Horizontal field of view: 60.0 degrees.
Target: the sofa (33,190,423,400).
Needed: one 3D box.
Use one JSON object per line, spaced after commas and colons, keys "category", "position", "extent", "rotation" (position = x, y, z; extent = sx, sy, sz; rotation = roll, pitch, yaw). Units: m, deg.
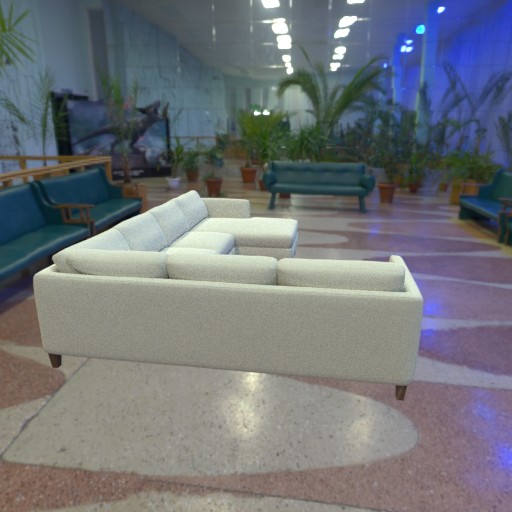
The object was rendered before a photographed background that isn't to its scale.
{"category": "sofa", "position": [0.000, 0.000, 4.342], "extent": [2.551, 0.853, 3.238], "rotation": [3, 17, 9]}
